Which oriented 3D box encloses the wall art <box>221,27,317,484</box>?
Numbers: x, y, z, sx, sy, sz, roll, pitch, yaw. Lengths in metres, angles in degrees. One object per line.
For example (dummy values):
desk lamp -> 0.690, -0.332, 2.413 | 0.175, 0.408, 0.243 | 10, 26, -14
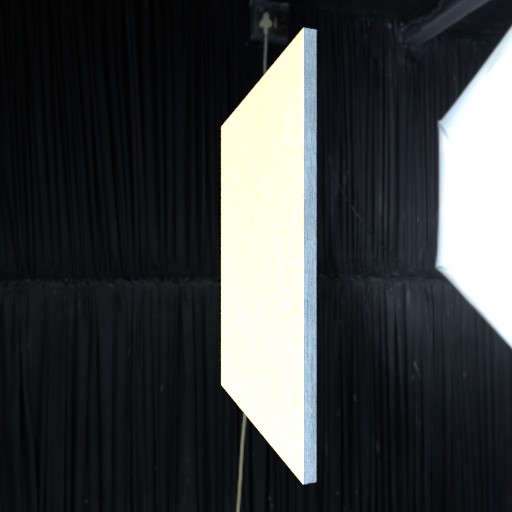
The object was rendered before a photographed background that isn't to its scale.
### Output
wall art -> 0.000, 0.000, 0.827 | 0.020, 0.613, 0.481 | 0, 0, -18
